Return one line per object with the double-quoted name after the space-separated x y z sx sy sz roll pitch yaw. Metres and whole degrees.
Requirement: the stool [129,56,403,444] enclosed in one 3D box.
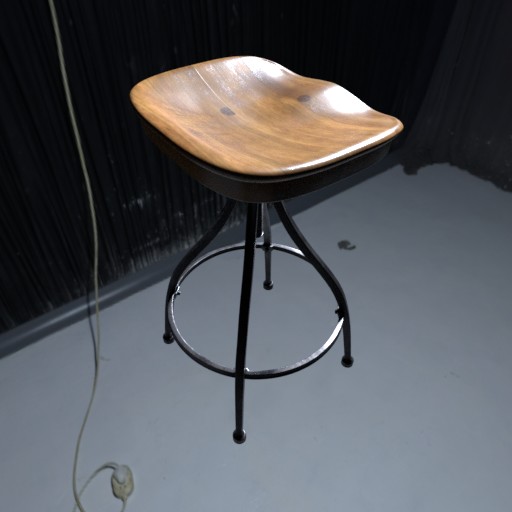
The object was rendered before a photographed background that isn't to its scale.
0.000 0.000 0.966 0.424 0.694 0.432 -26 48 -26 "stool"
